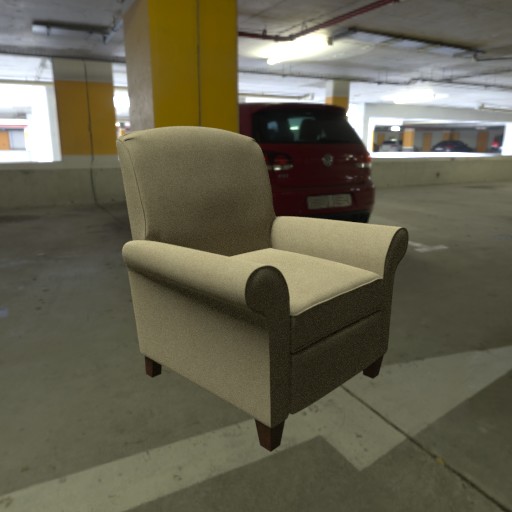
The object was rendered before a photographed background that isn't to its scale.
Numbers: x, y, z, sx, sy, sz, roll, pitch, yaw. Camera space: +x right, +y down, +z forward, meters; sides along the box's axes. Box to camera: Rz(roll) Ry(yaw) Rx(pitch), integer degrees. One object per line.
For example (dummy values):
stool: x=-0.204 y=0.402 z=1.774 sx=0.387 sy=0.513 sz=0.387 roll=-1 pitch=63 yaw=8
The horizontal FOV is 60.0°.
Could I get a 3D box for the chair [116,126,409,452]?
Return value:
chair: x=0.000 y=0.000 z=1.850 sx=0.905 sy=1.061 sz=0.978 roll=13 pitch=19 yaw=43
